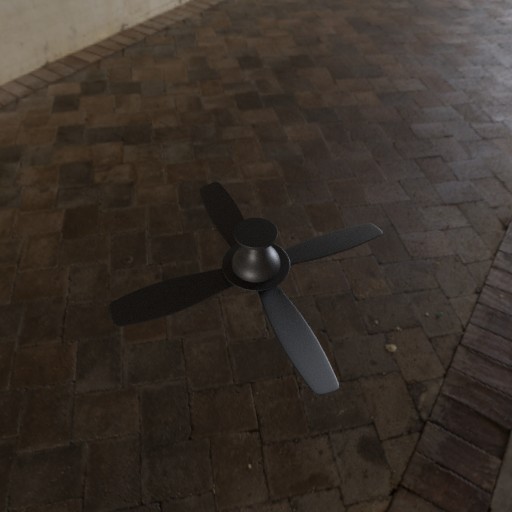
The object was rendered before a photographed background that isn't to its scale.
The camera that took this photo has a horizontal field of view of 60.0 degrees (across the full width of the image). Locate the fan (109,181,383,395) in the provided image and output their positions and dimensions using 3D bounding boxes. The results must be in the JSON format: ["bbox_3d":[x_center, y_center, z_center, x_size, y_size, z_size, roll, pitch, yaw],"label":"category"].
[{"bbox_3d":[0.000,0.000,2.521,1.694,0.382,1.694,-18,50,-16],"label":"fan"}]
